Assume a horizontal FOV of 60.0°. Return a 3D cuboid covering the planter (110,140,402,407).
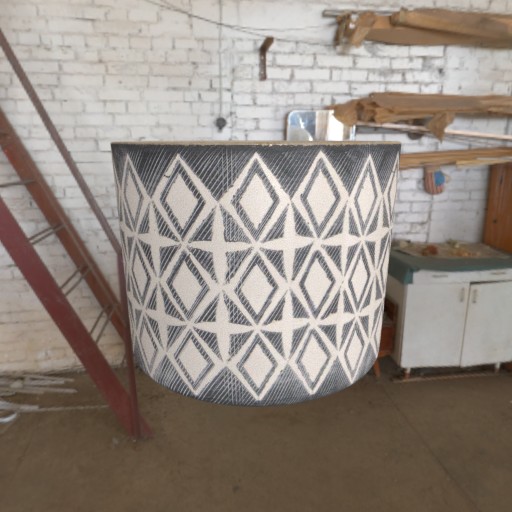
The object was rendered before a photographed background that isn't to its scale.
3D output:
[{"bbox_3d":[0.000,0.000,0.328,0.192,0.165,0.192,0,15,0],"label":"planter"}]
